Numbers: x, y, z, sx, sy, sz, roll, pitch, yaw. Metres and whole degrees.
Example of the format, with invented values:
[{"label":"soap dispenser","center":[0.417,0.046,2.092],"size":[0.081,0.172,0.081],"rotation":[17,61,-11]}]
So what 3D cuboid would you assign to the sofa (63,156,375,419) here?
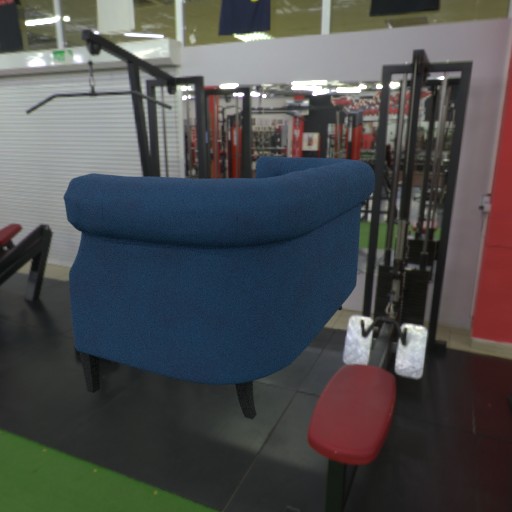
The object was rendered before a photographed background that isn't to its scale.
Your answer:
[{"label":"sofa","center":[0.000,0.000,2.017],"size":[0.835,0.827,1.558],"rotation":[7,17,25]}]
